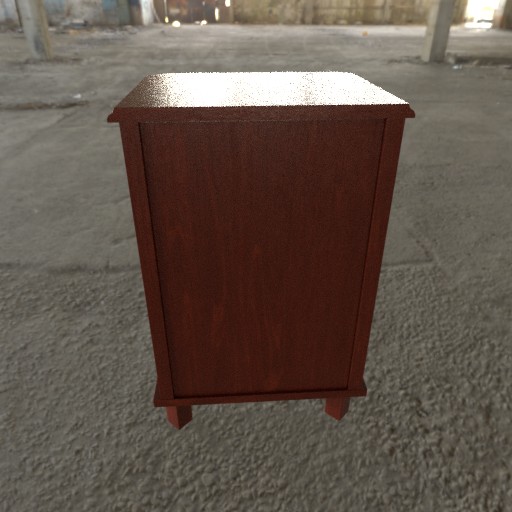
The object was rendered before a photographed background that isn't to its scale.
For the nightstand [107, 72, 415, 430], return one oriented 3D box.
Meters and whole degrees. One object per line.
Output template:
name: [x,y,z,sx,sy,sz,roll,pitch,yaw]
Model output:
nightstand: [0.000,0.000,0.936,0.435,0.681,0.351,-2,30,-3]
